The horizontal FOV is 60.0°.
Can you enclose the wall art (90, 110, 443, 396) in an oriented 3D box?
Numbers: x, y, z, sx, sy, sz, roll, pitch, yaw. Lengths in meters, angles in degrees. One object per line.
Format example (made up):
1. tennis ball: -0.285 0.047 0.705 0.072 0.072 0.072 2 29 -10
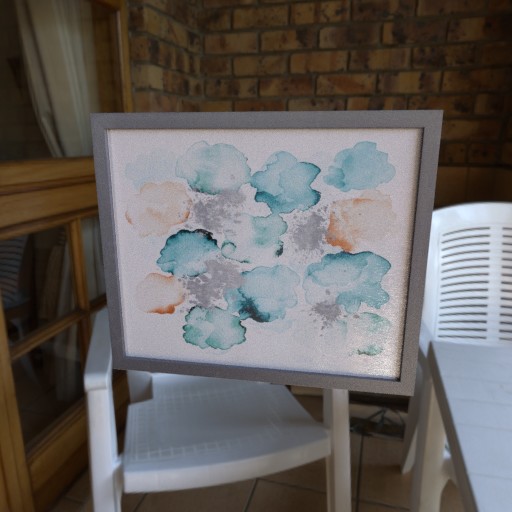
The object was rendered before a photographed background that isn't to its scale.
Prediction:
1. wall art: 0.000 0.000 0.902 0.660 0.558 0.026 3 15 9
